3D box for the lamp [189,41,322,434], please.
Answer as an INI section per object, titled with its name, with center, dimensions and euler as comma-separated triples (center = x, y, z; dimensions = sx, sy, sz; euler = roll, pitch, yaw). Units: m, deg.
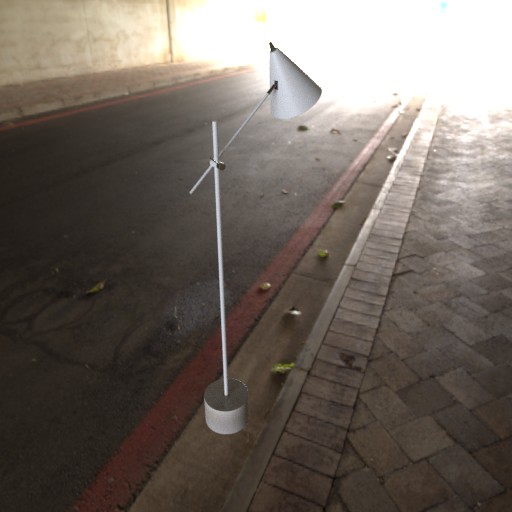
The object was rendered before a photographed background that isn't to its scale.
[lamp]
center = 0.000, 0.000, 1.644
dimensions = 0.508, 1.430, 0.223
euler = -18, 33, -30
